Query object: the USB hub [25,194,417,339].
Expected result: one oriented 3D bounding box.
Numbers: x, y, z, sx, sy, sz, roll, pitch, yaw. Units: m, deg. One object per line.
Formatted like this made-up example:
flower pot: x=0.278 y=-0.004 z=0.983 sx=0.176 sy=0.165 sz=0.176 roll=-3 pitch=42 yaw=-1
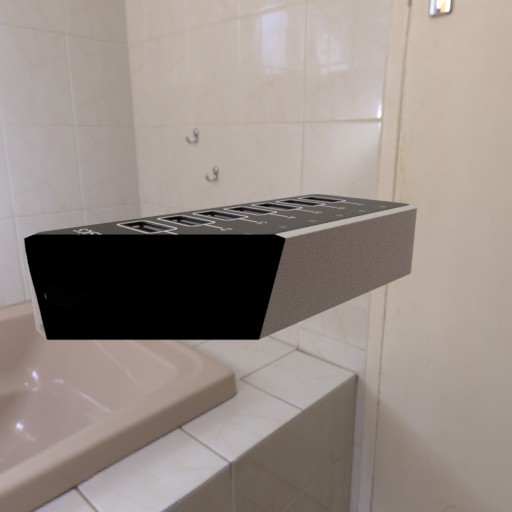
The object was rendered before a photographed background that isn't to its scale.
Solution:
USB hub: x=0.000 y=0.000 z=0.126 sx=0.110 sy=0.023 sz=0.044 roll=-14 pitch=21 yaw=-43
